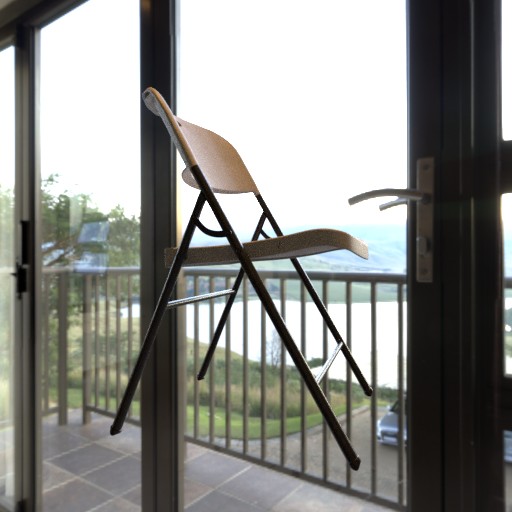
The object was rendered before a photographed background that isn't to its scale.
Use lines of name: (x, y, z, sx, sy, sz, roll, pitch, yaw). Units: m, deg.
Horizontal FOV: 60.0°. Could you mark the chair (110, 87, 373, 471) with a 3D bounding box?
chair: (0.000, 0.000, 1.150, 0.566, 0.810, 0.494, 0, 0, 17)
